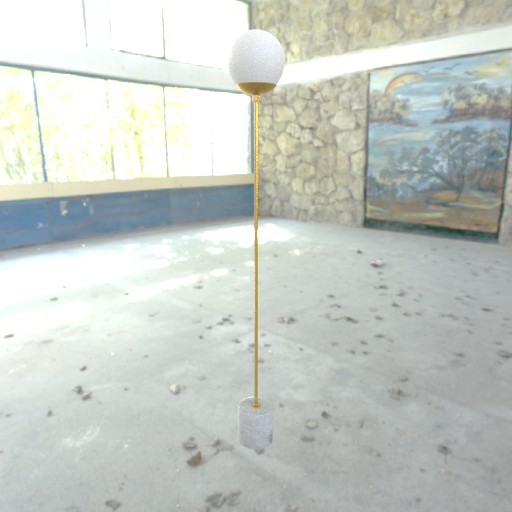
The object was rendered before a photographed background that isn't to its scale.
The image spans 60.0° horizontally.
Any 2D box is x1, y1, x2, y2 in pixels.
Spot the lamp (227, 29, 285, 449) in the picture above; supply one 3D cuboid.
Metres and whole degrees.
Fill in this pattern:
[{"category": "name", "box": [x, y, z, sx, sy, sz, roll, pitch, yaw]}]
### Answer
[{"category": "lamp", "box": [0.000, 0.000, 1.874, 0.224, 1.753, 0.224, -12, 18, -42]}]
